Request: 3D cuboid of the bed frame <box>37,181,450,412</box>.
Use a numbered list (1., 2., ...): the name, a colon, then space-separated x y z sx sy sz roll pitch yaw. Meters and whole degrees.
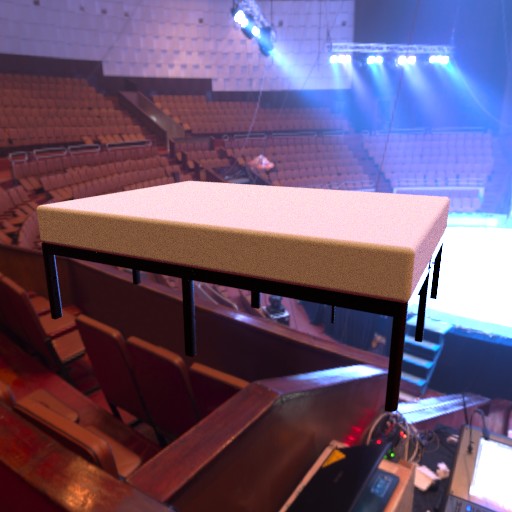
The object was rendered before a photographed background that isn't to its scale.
1. bed frame: 0.000 0.000 2.635 1.956 0.659 1.408 8 18 26
